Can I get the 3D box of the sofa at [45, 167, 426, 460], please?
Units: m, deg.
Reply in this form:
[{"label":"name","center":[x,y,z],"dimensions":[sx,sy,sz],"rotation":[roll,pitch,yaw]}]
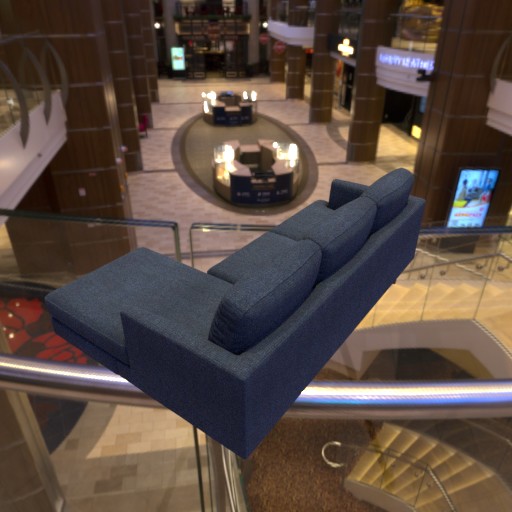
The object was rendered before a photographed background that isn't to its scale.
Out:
[{"label":"sofa","center":[0.000,0.000,2.991],"dimensions":[1.504,0.956,2.233],"rotation":[20,36,31]}]
